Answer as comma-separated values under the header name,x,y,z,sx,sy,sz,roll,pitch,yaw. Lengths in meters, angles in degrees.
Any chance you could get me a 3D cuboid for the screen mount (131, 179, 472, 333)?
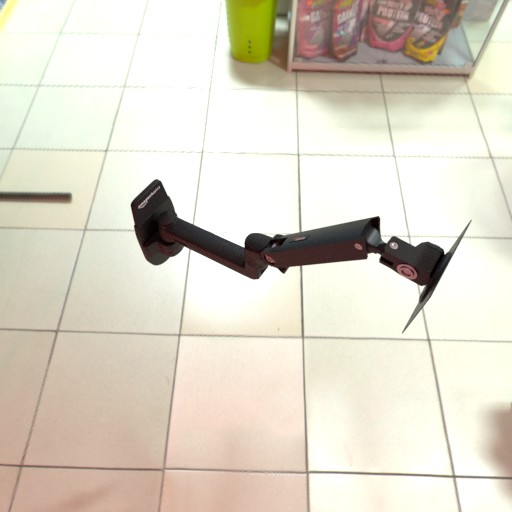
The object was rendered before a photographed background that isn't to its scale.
name,x,y,z,sx,sy,sz,roll,pitch,yaw
screen mount,0.000,0.000,0.731,0.495,0.466,0.115,30,64,17
